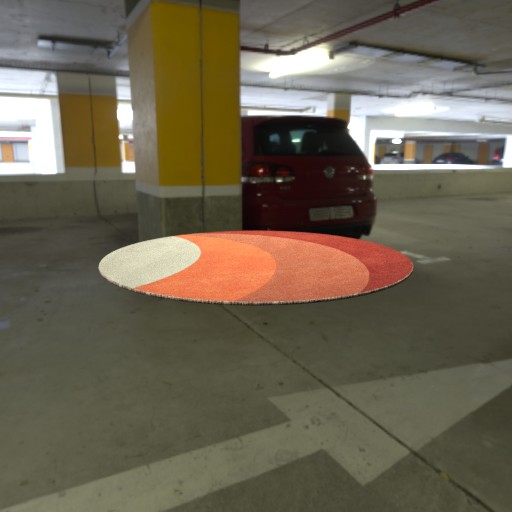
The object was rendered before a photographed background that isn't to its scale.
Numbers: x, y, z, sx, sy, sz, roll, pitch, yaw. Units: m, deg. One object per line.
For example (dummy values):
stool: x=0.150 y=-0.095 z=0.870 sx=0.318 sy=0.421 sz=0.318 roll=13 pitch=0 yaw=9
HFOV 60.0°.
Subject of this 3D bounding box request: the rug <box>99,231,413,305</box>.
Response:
rug: x=0.000 y=0.000 z=2.256 sx=1.514 sy=0.015 sz=1.514 roll=0 pitch=13 yaw=0
